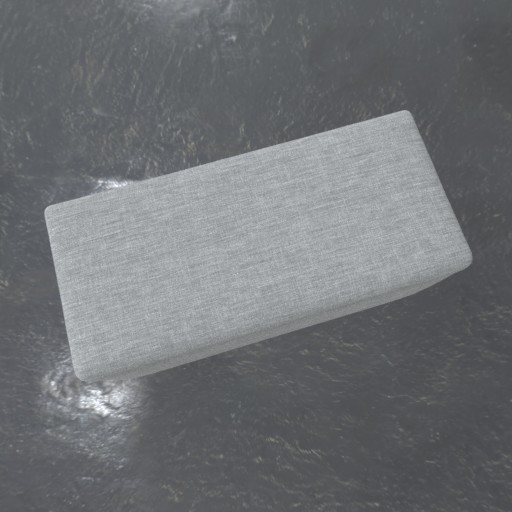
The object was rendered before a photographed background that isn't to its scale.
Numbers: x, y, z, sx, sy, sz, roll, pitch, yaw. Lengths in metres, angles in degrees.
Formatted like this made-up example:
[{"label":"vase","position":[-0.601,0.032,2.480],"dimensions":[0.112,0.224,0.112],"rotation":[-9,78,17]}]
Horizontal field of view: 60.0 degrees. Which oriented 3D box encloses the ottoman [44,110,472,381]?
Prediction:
[{"label":"ottoman","position":[0.000,0.000,1.159],"dimensions":[0.902,0.432,0.419],"rotation":[-16,76,-4]}]
